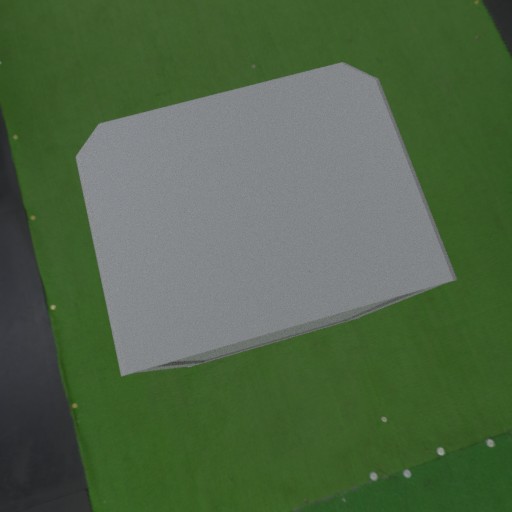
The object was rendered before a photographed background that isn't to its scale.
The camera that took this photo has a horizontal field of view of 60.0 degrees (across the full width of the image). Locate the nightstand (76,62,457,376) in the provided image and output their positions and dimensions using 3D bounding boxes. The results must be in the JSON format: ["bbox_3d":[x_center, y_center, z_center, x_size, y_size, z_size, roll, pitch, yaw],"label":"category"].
[{"bbox_3d":[0.000,0.000,0.922,0.450,0.680,0.350,-15,78,-4],"label":"nightstand"}]
